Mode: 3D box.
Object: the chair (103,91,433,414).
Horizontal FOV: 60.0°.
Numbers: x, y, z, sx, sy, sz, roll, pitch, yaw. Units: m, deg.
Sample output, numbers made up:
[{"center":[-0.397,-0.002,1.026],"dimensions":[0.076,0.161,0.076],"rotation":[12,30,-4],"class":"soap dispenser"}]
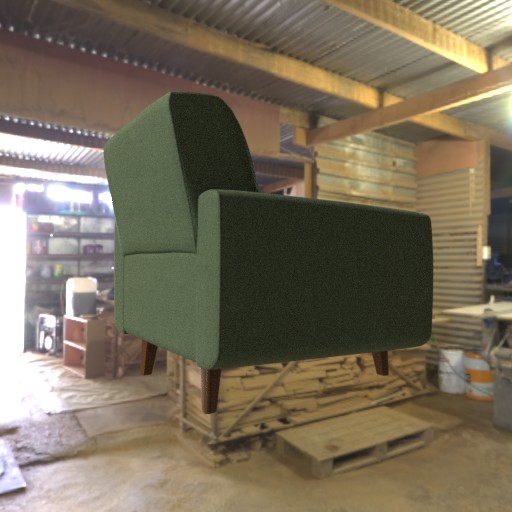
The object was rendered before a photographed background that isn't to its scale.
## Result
[{"center":[0.000,0.000,1.560],"dimensions":[0.909,0.841,0.831],"rotation":[0,-1,-34],"class":"chair"}]
